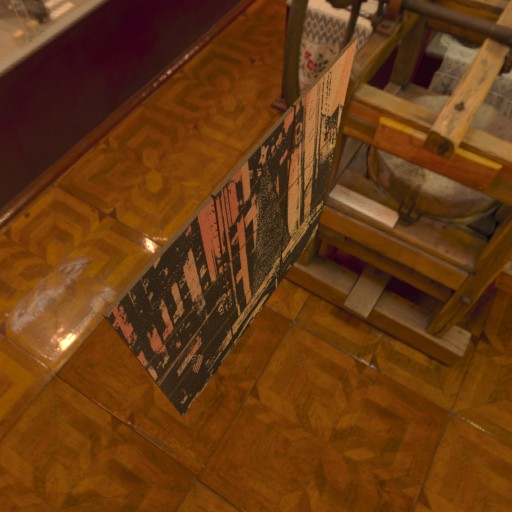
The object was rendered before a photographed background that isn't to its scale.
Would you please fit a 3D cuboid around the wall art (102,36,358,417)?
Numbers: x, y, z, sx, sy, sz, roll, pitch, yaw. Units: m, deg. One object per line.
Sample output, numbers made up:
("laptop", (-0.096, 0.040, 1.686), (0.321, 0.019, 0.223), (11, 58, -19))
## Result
("wall art", (0.000, 0.000, 1.769), (0.013, 1.216, 1.216), (30, 64, 16))
